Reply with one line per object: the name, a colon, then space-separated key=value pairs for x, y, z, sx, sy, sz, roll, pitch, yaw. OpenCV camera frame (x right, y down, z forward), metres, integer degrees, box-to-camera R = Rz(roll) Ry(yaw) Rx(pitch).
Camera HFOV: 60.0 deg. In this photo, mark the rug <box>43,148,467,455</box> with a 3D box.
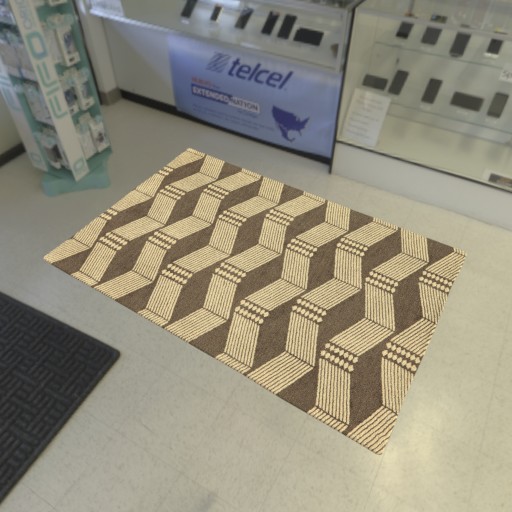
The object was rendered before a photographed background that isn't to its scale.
rug: x=0.000 y=0.000 z=2.288 sx=1.833 sy=0.016 sz=1.210 roll=25 pitch=51 yaw=22
